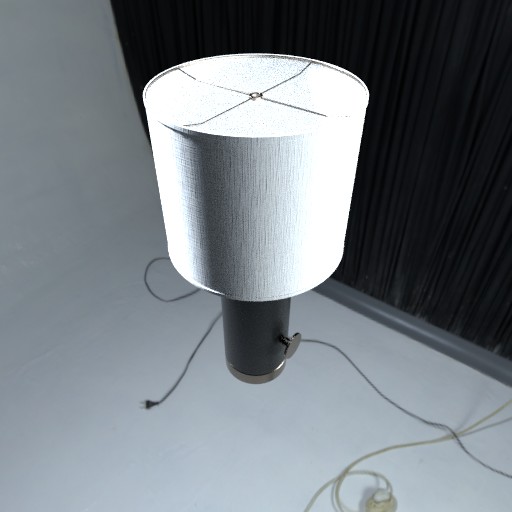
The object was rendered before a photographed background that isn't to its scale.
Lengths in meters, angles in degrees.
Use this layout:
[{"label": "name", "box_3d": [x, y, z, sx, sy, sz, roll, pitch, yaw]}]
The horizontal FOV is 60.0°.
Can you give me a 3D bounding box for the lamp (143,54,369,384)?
[{"label": "lamp", "box_3d": [0.000, 0.000, 0.638, 0.240, 0.482, 0.241, 26, 47, 27]}]
